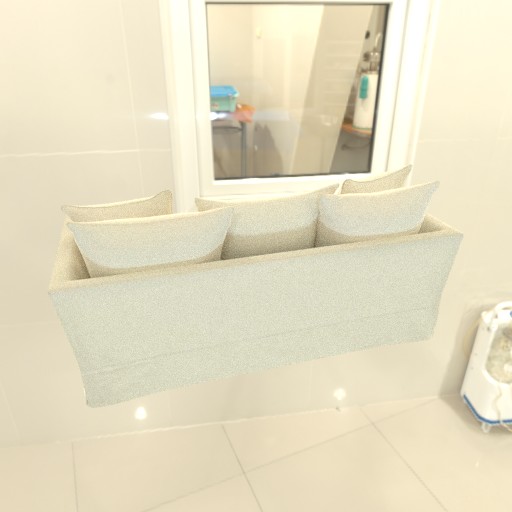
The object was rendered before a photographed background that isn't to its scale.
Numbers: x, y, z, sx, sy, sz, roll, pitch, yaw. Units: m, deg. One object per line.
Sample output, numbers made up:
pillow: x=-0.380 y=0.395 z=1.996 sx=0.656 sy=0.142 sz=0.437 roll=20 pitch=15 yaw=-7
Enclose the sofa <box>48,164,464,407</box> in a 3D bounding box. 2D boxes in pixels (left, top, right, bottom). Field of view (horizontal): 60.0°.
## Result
sofa: x=0.000 y=0.000 z=2.833 sx=2.290 sy=1.034 sz=1.031 roll=-8 pitch=28 yaw=-15
